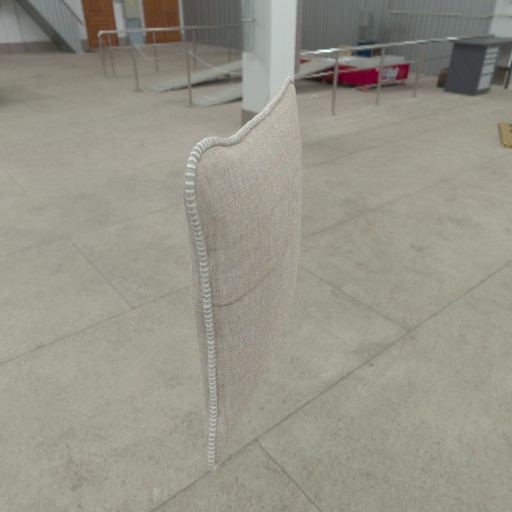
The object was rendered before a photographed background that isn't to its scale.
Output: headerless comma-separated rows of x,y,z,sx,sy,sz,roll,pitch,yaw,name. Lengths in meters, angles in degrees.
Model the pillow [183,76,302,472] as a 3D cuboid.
0.000,0.000,0.732,0.124,0.494,0.485,8,32,14,pillow
